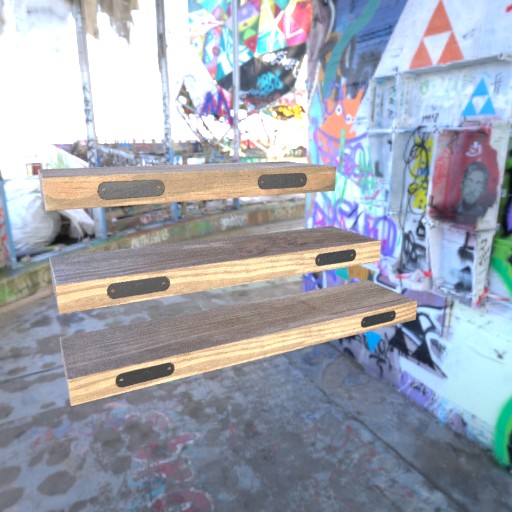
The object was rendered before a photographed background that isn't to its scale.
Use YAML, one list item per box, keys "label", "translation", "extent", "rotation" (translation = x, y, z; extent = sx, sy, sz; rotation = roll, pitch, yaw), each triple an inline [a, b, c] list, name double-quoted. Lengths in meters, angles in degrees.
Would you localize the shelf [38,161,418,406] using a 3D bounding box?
- label: "shelf"
  translation: [0.000, 0.000, 0.728]
  extent: [0.610, 0.293, 0.140]
  rotation: [-8, 17, -26]
